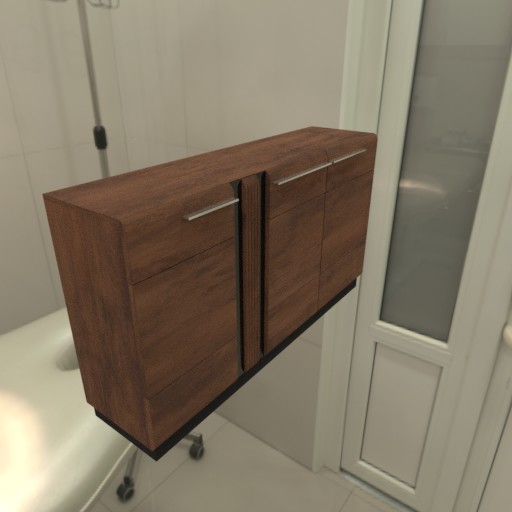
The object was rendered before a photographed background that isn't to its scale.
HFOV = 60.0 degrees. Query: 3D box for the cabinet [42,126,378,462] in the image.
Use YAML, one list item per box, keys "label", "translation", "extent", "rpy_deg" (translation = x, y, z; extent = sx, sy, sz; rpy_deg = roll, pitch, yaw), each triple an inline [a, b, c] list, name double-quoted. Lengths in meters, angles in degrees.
- label: "cabinet"
  translation: [0.000, 0.000, 2.003]
  extent: [0.420, 0.900, 1.600]
  rpy_deg: [18, 31, 33]
